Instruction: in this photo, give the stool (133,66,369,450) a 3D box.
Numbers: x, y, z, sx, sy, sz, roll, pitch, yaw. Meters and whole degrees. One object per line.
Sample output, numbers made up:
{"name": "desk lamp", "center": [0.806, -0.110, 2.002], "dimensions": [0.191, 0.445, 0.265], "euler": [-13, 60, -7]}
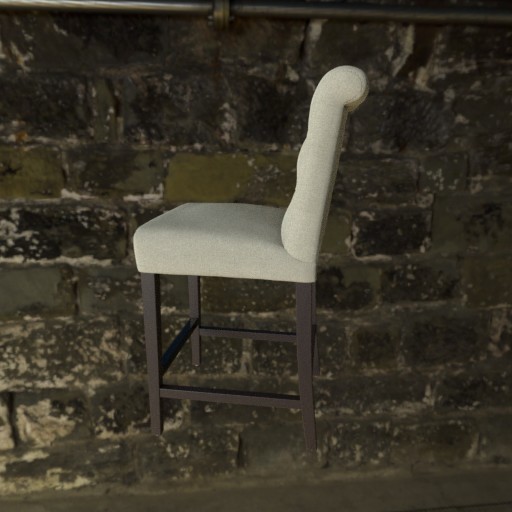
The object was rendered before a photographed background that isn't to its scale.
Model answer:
{"name": "stool", "center": [0.000, 0.000, 1.386], "dimensions": [0.601, 1.040, 0.493], "euler": [2, 16, 9]}
